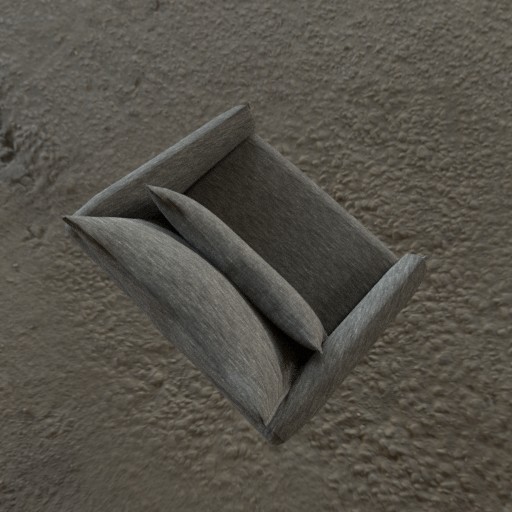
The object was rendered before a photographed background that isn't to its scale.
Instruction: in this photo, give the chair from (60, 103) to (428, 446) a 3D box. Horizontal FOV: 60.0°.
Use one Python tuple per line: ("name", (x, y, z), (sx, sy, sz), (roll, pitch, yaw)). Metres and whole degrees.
("chair", (0.000, 0.000, 1.592), (1.004, 0.842, 0.805), (43, 79, 10))
